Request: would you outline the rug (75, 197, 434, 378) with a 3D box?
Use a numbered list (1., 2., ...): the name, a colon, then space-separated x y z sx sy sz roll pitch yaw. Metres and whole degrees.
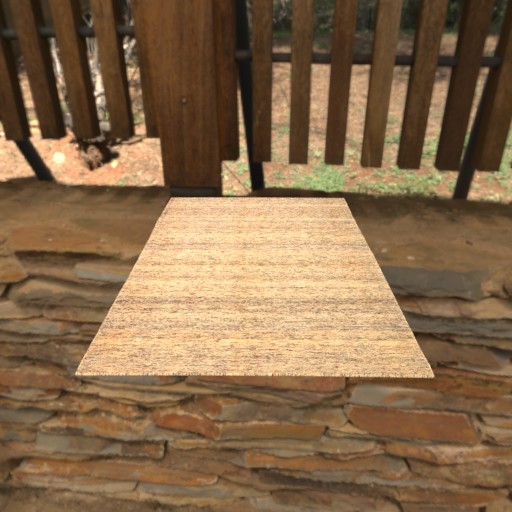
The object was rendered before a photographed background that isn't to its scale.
1. rug: 0.000 0.000 2.341 1.243 0.014 1.846 0 27 0
